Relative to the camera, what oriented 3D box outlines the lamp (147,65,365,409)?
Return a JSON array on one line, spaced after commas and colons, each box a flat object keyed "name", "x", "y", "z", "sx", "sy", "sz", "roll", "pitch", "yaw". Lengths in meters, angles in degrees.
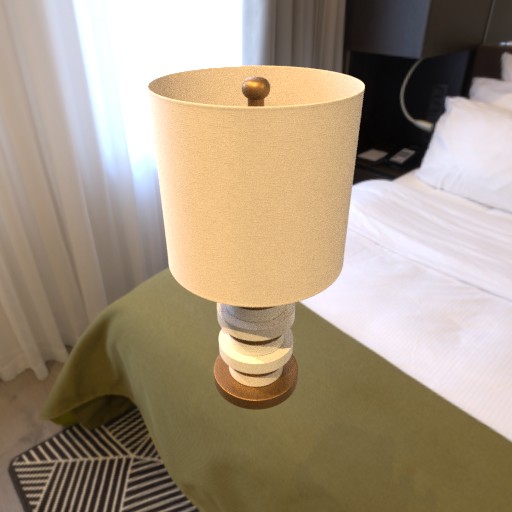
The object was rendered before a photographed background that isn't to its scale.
[{"name": "lamp", "x": 0.000, "y": 0.000, "z": 0.540, "sx": 0.210, "sy": 0.410, "sz": 0.210, "roll": 10, "pitch": 33, "yaw": 15}]
